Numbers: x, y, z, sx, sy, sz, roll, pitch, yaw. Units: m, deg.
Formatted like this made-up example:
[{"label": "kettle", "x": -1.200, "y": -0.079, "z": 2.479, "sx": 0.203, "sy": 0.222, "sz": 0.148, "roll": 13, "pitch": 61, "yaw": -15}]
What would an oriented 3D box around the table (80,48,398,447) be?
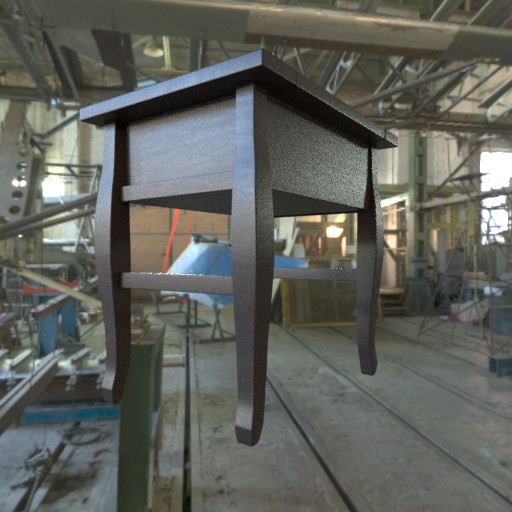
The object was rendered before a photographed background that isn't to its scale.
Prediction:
[{"label": "table", "x": 0.000, "y": 0.000, "z": 1.019, "sx": 0.460, "sy": 0.605, "sz": 0.602, "roll": 0, "pitch": 0, "yaw": 36}]
